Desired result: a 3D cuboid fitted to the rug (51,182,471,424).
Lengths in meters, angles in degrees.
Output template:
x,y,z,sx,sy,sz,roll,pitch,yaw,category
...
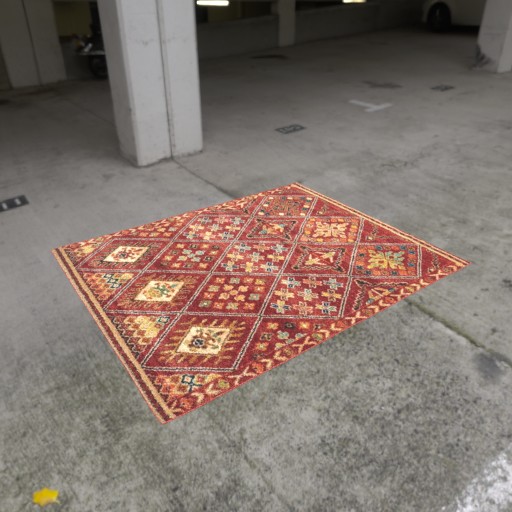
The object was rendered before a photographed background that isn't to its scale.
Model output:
x,y,z,sx,sy,sz,roll,pitch,yaw,category
0.000,0.000,4.150,3.086,0.030,2.489,-20,36,-30,rug
